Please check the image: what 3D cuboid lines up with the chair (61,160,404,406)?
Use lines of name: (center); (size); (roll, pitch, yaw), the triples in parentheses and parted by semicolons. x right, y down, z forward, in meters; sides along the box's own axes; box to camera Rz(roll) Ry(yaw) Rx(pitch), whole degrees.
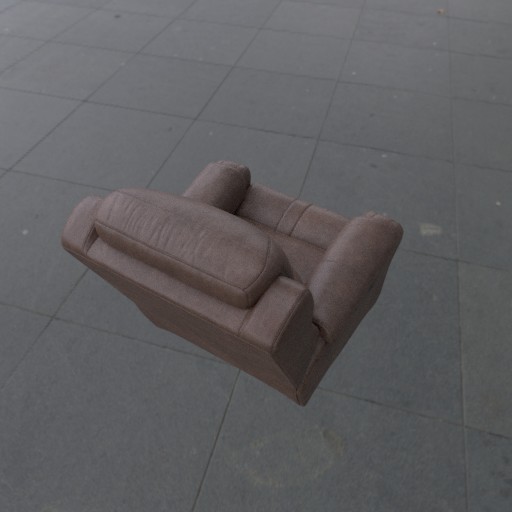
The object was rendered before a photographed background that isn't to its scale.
chair: (0.000, 0.000, 1.778); (0.940, 0.990, 1.067); (24, 51, 20)
